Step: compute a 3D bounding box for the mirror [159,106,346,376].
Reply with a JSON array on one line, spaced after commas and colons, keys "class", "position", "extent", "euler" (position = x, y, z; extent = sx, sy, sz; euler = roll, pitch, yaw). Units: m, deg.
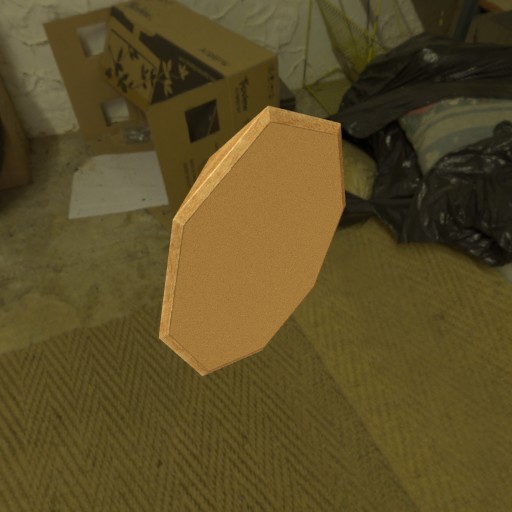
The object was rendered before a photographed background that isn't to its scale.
[{"class": "mirror", "position": [0.000, 0.000, 1.022], "extent": [0.577, 0.774, 0.070], "euler": [-35, 57, -27]}]
